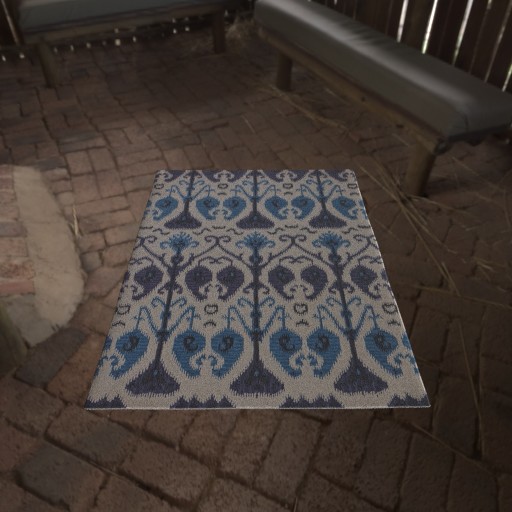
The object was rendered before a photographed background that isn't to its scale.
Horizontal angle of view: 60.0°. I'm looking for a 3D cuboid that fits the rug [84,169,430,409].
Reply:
[{"bbox_3d":[0.000,0.000,4.313,2.443,0.024,3.228,0,42,0],"label":"rug"}]
